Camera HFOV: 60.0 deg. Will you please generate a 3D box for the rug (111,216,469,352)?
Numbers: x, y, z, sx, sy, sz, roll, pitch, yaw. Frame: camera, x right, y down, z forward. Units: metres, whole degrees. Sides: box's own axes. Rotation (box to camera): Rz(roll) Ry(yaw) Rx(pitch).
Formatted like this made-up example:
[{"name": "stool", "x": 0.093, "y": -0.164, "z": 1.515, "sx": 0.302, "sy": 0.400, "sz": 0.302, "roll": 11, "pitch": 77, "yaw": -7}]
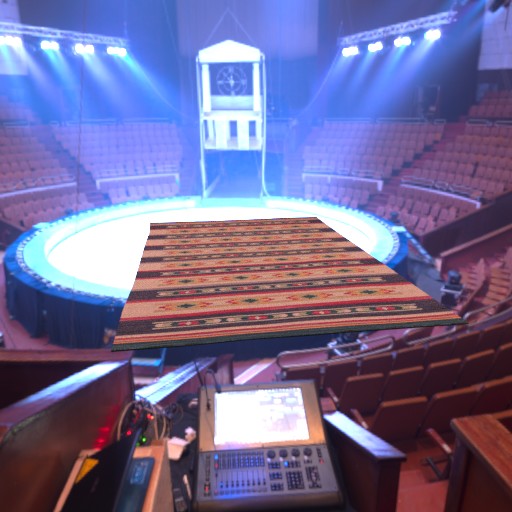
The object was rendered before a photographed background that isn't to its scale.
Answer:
[{"name": "rug", "x": 0.000, "y": 0.000, "z": 2.923, "sx": 1.522, "sy": 0.010, "sz": 2.311, "roll": -3, "pitch": 17, "yaw": -9}]
